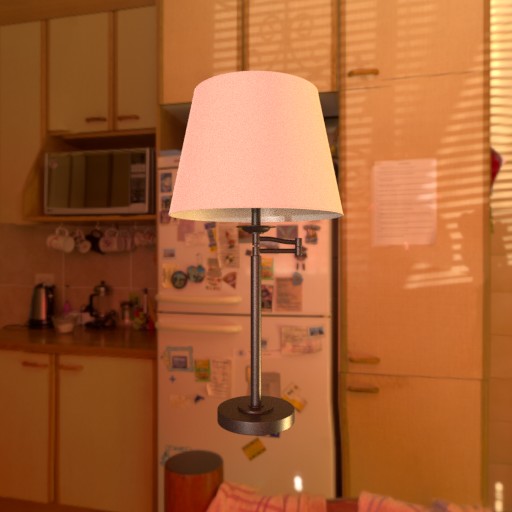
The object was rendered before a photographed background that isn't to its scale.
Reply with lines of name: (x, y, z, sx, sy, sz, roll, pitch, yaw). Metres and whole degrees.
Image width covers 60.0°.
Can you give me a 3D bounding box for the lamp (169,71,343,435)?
lamp: (0.000, 0.000, 0.938, 0.363, 0.696, 0.363, 0, 0, 0)
